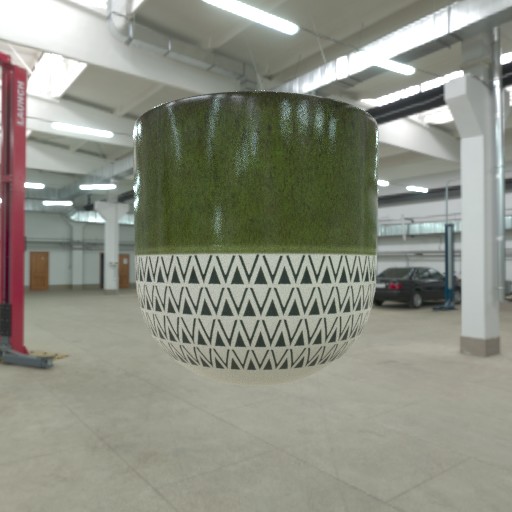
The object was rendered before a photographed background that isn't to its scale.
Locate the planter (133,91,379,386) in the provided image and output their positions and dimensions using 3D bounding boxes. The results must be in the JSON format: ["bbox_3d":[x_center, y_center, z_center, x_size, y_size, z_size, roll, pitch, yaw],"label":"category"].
[{"bbox_3d":[0.000,0.000,0.497,0.266,0.270,0.266,0,-1,0],"label":"planter"}]
